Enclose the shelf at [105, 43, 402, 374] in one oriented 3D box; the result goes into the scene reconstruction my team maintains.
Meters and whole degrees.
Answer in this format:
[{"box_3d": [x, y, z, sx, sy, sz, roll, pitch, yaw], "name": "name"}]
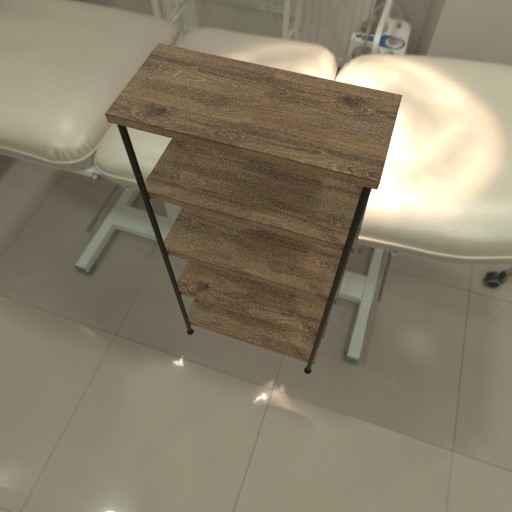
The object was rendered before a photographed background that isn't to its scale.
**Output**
[{"box_3d": [0.000, 0.000, 2.024, 0.800, 1.700, 0.360, 16, 60, 10], "name": "shelf"}]
